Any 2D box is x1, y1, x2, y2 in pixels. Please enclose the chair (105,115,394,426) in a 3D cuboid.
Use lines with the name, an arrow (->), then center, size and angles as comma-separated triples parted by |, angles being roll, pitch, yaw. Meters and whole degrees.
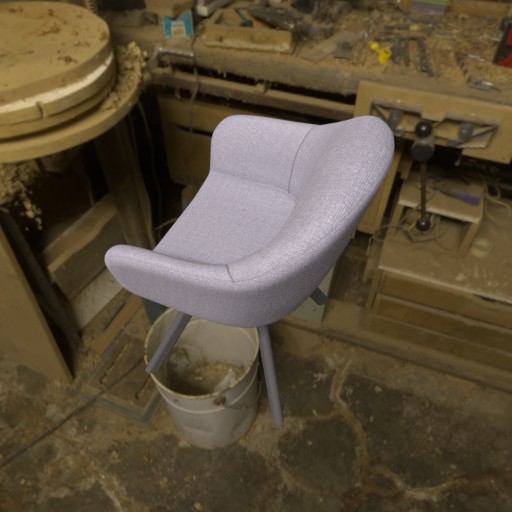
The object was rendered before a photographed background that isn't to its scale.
chair -> 0.000, 0.000, 1.173 | 0.550, 0.795, 0.590 | 17, 50, 15
